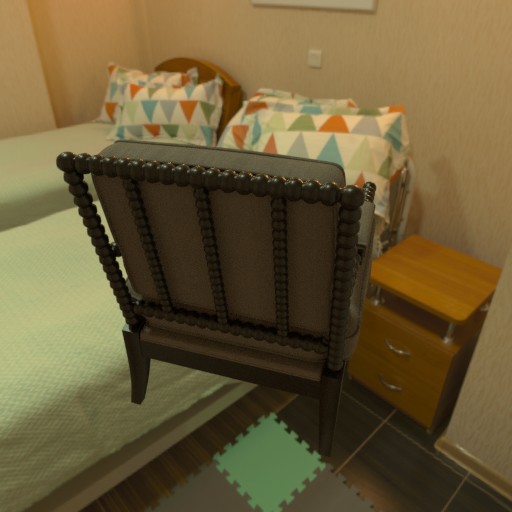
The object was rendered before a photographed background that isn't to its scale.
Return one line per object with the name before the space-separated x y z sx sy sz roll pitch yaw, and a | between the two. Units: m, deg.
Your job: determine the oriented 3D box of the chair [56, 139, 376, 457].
chair | 0.000 0.000 1.066 0.540 0.661 0.622 9 33 15
